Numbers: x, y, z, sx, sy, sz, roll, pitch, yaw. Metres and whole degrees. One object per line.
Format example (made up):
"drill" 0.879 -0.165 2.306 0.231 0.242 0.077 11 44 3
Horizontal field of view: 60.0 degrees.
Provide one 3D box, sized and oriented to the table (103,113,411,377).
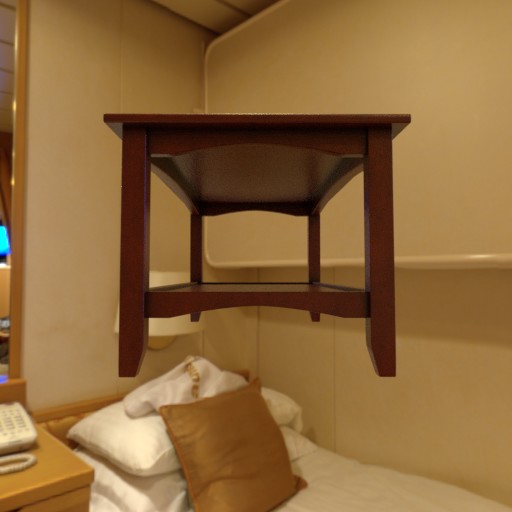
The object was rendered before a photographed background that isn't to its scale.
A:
"table" 0.000 0.000 1.226 0.533 0.456 0.943 0 -2 0
